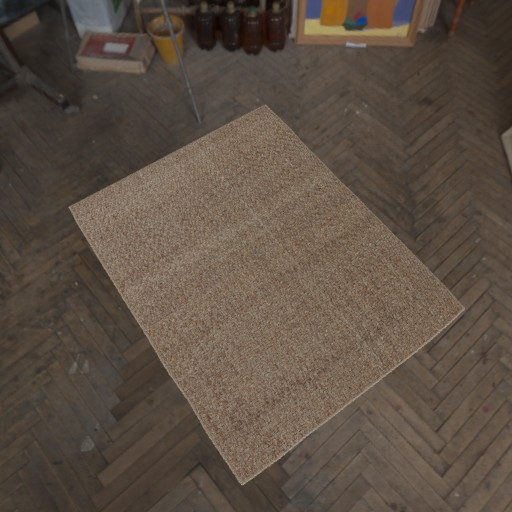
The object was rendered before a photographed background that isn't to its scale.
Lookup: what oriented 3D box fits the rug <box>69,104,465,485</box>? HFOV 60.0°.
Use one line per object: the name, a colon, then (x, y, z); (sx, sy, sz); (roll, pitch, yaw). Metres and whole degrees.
rug: (0.000, 0.000, 4.149); (2.439, 0.013, 3.048); (-32, 67, -15)
